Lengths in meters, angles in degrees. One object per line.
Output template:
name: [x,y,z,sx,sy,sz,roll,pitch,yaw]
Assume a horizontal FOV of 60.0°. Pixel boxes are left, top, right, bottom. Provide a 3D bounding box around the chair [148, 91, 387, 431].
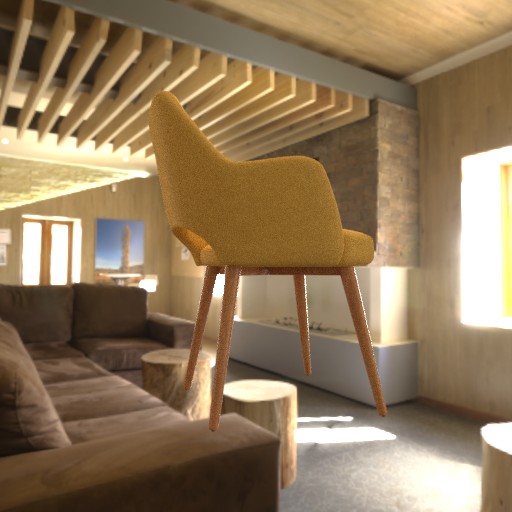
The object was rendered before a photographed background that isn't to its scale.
chair: [0.000,0.000,1.294,0.610,0.840,0.590,0,-2,-18]
